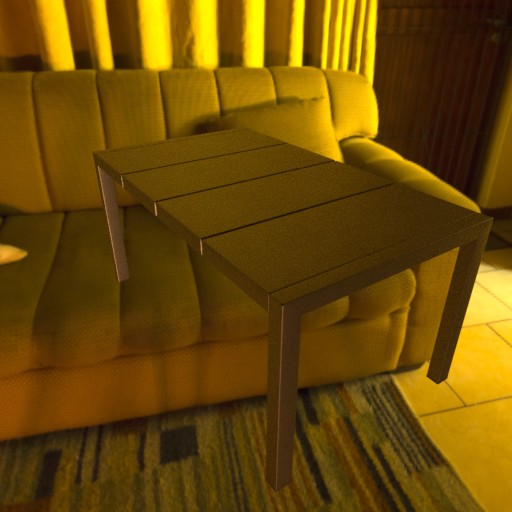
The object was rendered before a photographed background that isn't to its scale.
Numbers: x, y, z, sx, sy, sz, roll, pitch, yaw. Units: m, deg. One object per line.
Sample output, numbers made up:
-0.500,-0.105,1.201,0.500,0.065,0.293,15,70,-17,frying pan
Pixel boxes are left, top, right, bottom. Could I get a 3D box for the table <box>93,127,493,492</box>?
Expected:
0.000,0.000,1.257,0.559,0.460,0.965,-18,34,-29,table
